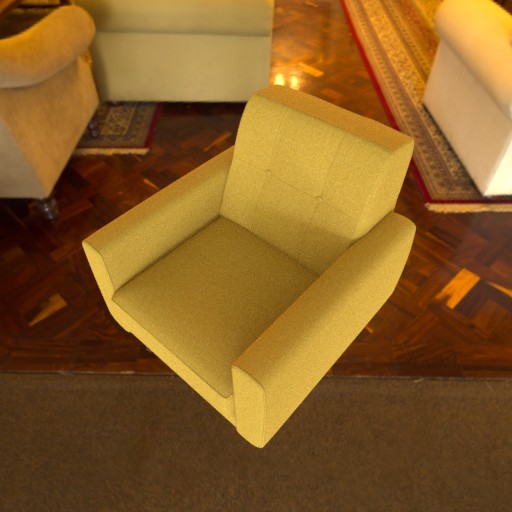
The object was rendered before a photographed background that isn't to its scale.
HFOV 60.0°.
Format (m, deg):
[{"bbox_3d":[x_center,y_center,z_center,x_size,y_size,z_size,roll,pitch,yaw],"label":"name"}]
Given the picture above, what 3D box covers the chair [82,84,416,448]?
[{"bbox_3d":[0.000,0.000,1.611,0.831,0.841,0.909,33,55,27],"label":"chair"}]
